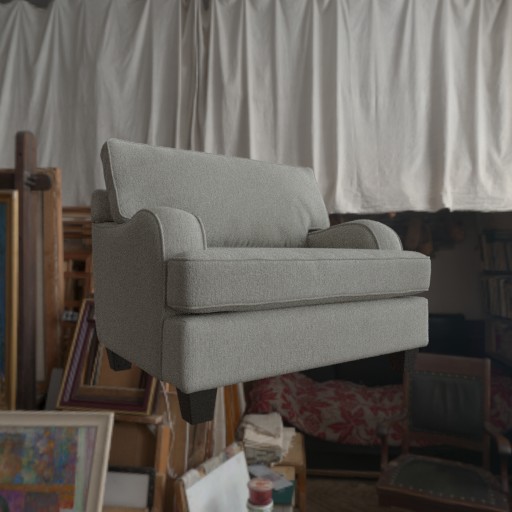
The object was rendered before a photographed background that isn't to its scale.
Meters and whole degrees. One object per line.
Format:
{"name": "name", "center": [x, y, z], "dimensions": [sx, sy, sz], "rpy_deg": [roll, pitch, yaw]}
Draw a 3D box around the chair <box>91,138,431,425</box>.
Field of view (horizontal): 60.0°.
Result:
{"name": "chair", "center": [0.000, 0.000, 2.006], "dimensions": [1.220, 1.016, 1.041], "rpy_deg": [0, 0, -35]}
